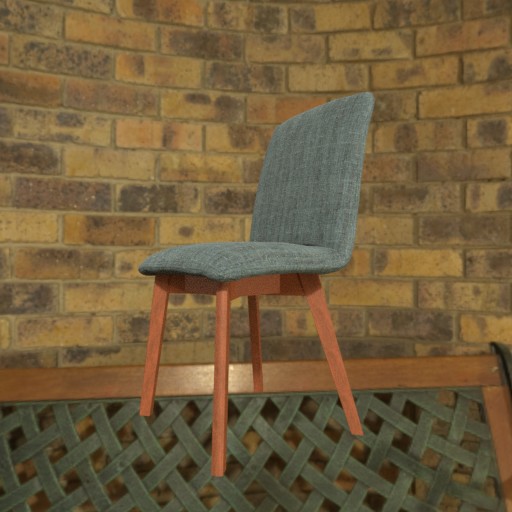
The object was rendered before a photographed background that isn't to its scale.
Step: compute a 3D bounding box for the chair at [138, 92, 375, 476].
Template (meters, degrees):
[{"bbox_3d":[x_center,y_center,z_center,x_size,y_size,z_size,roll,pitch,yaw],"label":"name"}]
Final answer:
[{"bbox_3d":[0.000,0.000,1.319,0.563,0.974,0.522,0,-1,-34],"label":"chair"}]
